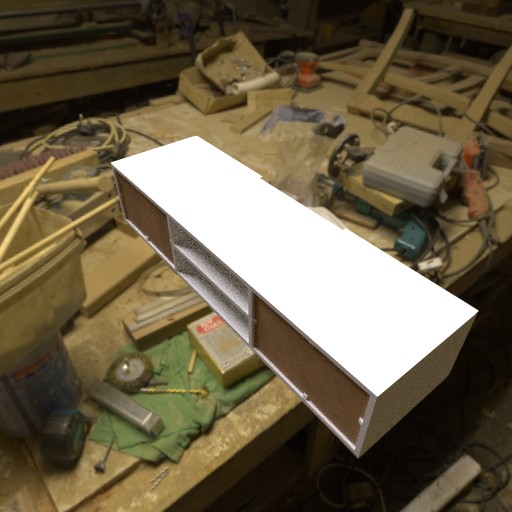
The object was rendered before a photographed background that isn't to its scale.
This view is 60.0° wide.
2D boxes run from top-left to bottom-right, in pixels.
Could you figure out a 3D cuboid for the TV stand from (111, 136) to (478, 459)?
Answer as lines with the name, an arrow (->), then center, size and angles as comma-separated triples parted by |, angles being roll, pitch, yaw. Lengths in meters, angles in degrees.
TV stand -> 0.000, 0.000, 1.612 | 0.420, 0.310, 1.400 | -27, 47, -29
